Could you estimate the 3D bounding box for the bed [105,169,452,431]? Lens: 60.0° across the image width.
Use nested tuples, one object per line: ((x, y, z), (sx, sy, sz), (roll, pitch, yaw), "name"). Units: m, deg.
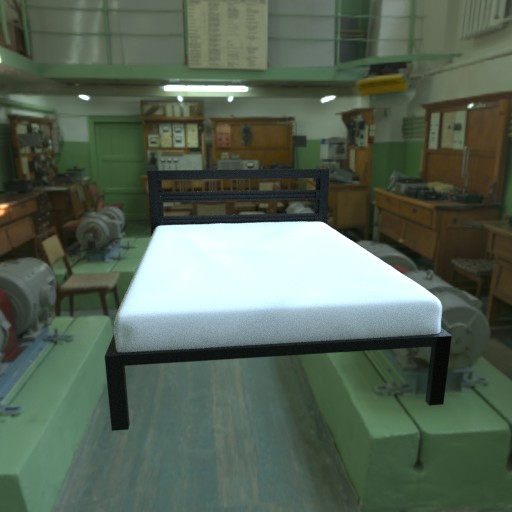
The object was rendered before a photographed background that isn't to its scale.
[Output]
((0.000, 0.000, 2.872), (1.524, 0.967, 2.062), (-2, 15, -7), "bed")
